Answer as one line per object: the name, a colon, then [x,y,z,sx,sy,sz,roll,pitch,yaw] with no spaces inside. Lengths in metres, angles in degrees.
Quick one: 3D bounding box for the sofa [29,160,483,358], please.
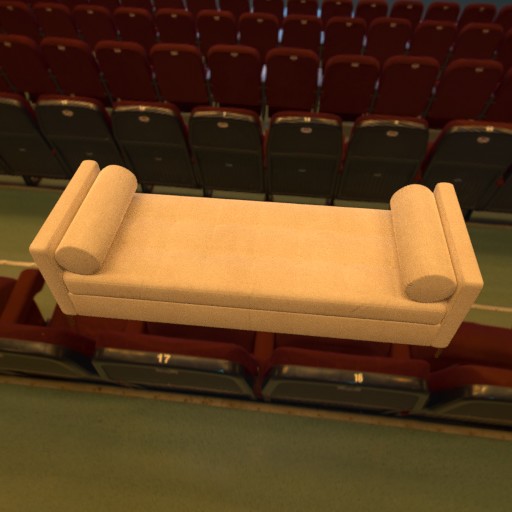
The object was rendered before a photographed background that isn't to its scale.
sofa: [0.000,0.000,2.351,1.981,0.635,0.686,4,48,4]
